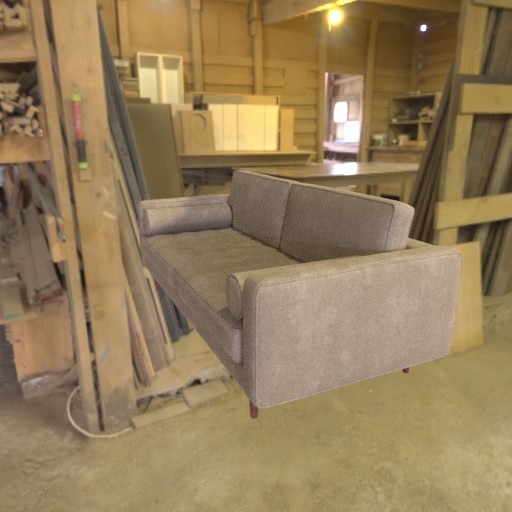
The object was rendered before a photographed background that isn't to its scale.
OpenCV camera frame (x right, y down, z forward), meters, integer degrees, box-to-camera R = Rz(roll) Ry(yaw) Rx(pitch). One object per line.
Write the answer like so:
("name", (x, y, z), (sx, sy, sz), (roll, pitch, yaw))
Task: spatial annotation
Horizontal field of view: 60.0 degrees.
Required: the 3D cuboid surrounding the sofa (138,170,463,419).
("sofa", (0.000, 0.000, 2.366), (0.920, 0.769, 1.883), (-7, 17, -24))
